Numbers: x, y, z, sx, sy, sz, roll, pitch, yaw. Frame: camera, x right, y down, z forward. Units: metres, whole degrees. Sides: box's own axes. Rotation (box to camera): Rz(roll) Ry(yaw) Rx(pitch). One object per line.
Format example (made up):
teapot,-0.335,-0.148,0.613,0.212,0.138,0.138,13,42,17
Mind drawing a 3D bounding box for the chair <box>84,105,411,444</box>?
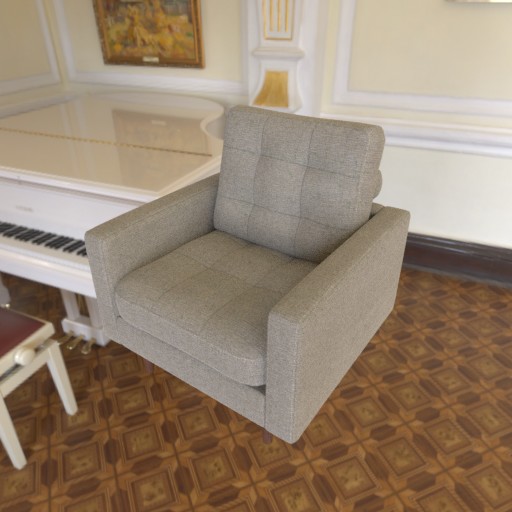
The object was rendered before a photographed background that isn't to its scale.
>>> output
chair,0.000,0.000,1.561,0.821,0.880,0.843,20,35,30
